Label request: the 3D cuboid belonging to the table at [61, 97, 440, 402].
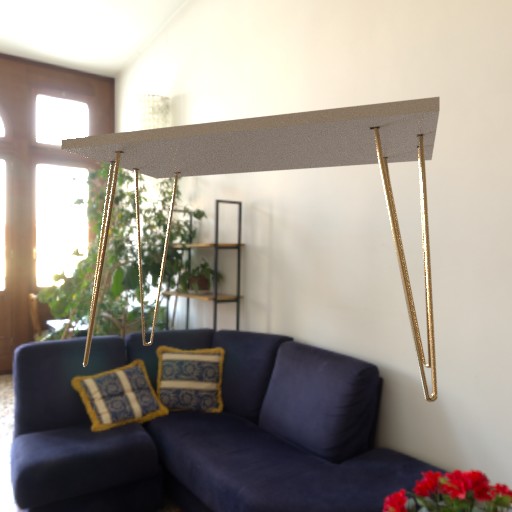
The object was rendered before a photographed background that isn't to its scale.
[{"bbox_3d":[0.000,0.000,1.320,0.991,0.660,0.498,0,0,20],"label":"table"}]
